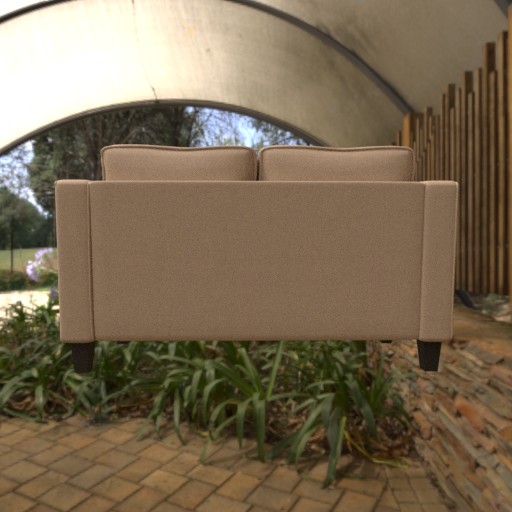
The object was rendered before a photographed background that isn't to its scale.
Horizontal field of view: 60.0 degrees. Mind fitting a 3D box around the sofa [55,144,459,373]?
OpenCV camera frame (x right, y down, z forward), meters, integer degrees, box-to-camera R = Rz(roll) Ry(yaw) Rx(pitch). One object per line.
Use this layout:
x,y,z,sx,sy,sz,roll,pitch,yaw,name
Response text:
0.000,0.000,3.484,2.587,1.562,1.351,0,0,-1,sofa
